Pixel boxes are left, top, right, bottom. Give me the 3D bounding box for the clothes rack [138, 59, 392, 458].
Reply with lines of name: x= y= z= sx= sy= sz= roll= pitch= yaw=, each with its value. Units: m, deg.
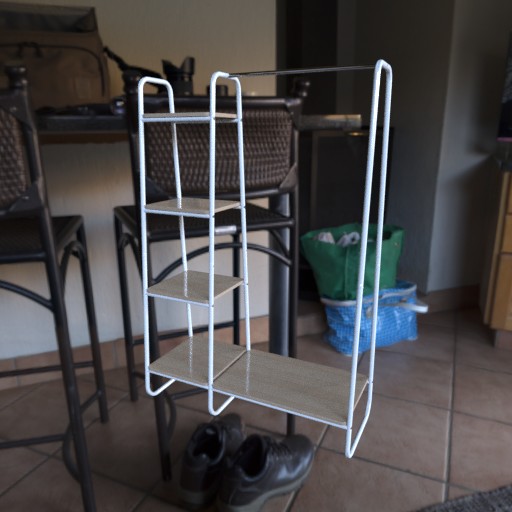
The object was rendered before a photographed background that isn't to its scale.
clothes rack: x=0.000 y=0.000 z=1.932 sx=1.011 sy=1.500 sz=0.400 roll=7 pitch=17 yaw=26
